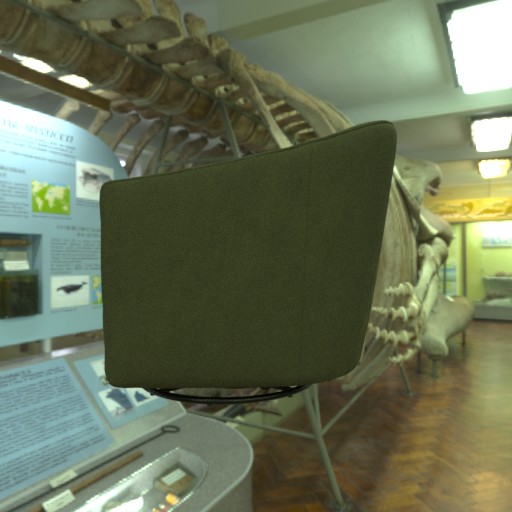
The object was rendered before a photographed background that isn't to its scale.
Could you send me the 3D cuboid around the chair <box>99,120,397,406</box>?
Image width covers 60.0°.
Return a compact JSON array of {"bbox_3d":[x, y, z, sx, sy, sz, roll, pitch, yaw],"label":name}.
[{"bbox_3d":[0.000,0.000,1.464,0.875,0.799,0.747,0,0,-2],"label":"chair"}]
